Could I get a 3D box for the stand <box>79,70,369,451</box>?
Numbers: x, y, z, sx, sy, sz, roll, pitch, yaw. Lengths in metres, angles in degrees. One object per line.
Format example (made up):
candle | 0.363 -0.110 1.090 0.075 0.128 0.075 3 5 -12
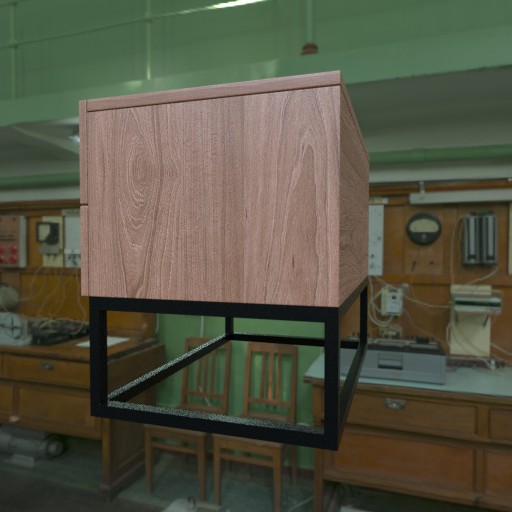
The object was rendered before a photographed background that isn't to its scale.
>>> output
stand | 0.000 0.000 0.927 0.420 0.500 0.600 1 2 18
